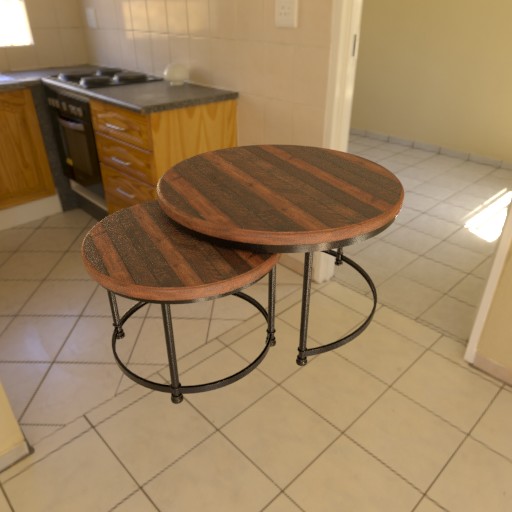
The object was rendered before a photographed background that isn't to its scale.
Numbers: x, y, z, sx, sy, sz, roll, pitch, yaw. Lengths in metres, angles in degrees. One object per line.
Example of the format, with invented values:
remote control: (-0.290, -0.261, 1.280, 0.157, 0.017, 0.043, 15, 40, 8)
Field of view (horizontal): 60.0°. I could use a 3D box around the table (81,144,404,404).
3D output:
table: (0.000, 0.000, 1.629, 0.870, 0.516, 1.152, 20, 36, 31)
